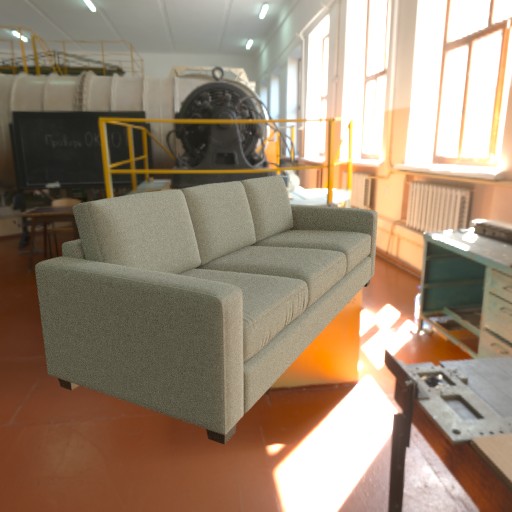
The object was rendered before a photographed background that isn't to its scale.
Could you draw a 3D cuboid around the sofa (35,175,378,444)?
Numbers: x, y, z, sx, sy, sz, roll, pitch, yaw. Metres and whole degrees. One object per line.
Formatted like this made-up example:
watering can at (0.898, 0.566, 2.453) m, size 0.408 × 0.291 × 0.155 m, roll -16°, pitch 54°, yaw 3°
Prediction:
sofa at (0.000, 0.000, 2.524) m, size 0.900 × 0.800 × 2.160 m, roll 7°, pitch 16°, yaw 27°
